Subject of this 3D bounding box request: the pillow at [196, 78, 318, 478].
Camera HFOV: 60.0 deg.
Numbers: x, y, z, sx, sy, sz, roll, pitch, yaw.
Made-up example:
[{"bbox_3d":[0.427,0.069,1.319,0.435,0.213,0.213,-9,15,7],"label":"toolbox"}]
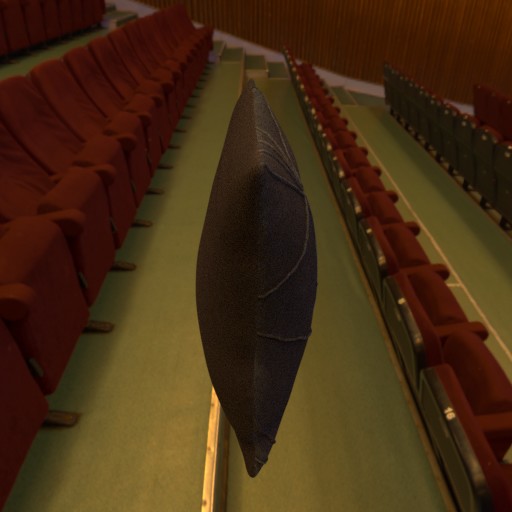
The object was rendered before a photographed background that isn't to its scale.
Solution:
[{"bbox_3d":[0.000,0.000,0.668,0.183,0.440,0.439,-1,32,-1],"label":"pillow"}]
